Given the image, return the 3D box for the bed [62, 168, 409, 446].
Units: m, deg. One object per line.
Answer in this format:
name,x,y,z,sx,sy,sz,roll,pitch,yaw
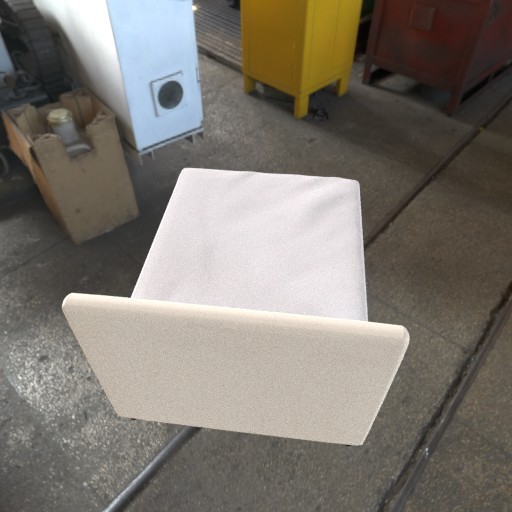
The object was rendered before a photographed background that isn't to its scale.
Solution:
bed,0.000,0.000,3.231,1.713,1.330,2.142,5,47,5
